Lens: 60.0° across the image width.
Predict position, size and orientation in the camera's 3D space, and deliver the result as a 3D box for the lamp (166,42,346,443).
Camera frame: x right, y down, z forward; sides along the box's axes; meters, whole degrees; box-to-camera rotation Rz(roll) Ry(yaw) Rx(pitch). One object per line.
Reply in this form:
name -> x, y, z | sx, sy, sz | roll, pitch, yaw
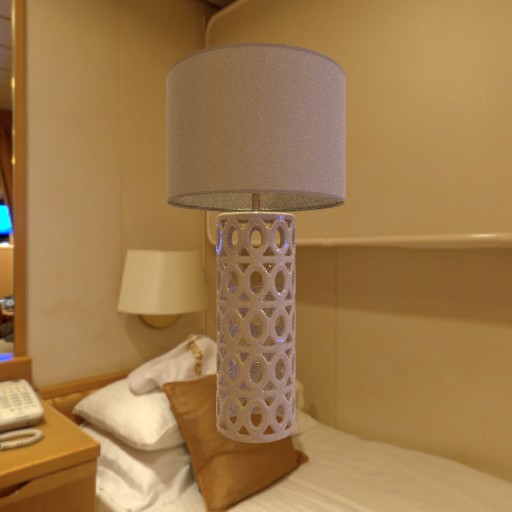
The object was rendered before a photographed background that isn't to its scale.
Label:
lamp -> 0.000, 0.000, 0.823 | 0.324, 0.636, 0.325 | 0, 0, 0
